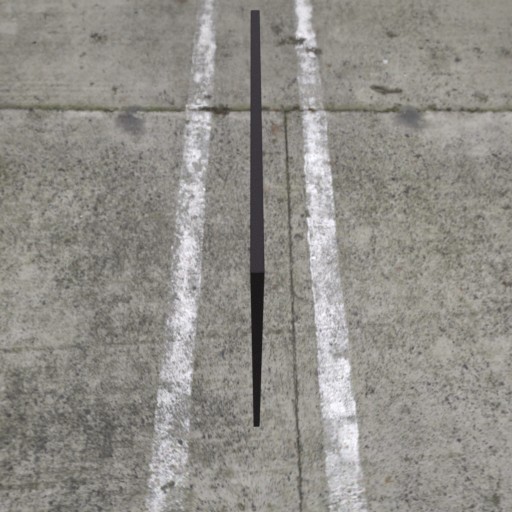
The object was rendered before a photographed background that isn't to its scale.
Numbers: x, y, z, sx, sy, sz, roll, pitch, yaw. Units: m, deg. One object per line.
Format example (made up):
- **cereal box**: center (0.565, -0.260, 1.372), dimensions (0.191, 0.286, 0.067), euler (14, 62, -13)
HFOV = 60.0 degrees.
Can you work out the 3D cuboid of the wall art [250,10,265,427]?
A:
- **wall art**: center (0.000, 0.000, 0.661), dimensions (0.012, 0.529, 0.374), euler (0, 57, 0)
